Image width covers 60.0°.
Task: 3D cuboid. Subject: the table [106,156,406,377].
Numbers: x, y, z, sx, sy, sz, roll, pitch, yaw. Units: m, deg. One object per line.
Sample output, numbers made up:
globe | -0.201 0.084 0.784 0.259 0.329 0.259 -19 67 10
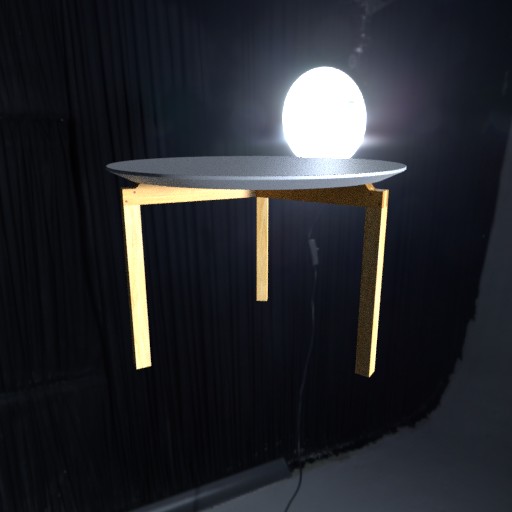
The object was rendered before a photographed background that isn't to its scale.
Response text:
table | 0.000 0.000 0.984 0.600 0.405 0.600 0 15 0
